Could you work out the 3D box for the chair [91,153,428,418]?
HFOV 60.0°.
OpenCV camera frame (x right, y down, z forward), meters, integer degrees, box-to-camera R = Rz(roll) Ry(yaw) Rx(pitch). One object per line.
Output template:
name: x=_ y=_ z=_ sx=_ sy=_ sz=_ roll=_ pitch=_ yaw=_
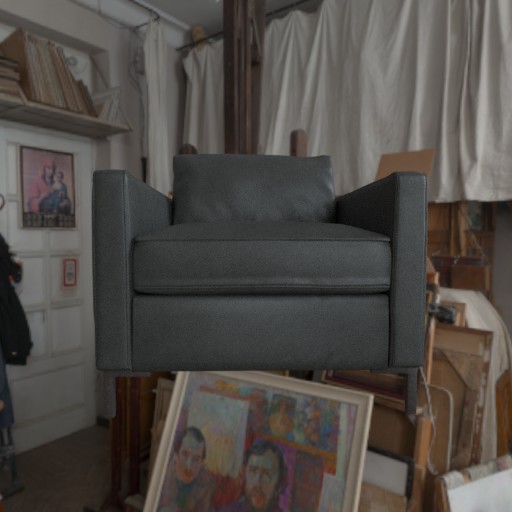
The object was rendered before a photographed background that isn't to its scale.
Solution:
chair: x=0.000 y=0.000 z=1.495 sx=0.967 sy=0.824 sz=0.861 roll=0 pitch=2 yaw=-2
